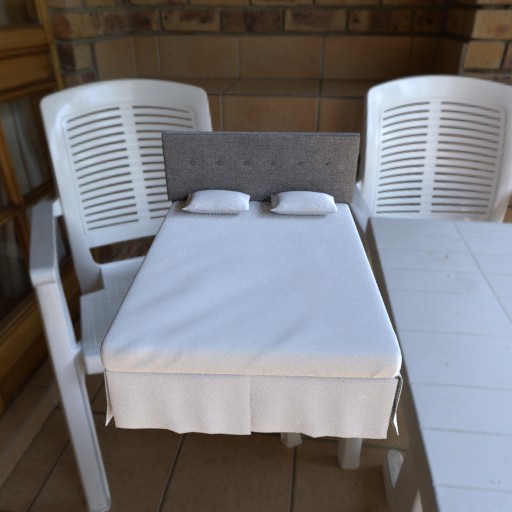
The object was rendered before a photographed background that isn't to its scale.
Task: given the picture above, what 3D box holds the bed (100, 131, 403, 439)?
[{"bbox_3d":[0.000,0.000,2.987,1.621,1.168,1.958,1,30,2],"label":"bed"}]
